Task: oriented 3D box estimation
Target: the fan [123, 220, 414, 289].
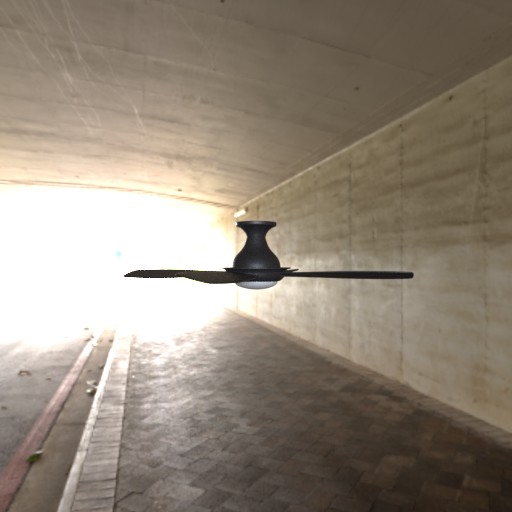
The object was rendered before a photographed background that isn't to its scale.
[{"bbox_3d":[0.000,0.000,2.527,1.694,0.382,1.694,0,-1,18],"label":"fan"}]
